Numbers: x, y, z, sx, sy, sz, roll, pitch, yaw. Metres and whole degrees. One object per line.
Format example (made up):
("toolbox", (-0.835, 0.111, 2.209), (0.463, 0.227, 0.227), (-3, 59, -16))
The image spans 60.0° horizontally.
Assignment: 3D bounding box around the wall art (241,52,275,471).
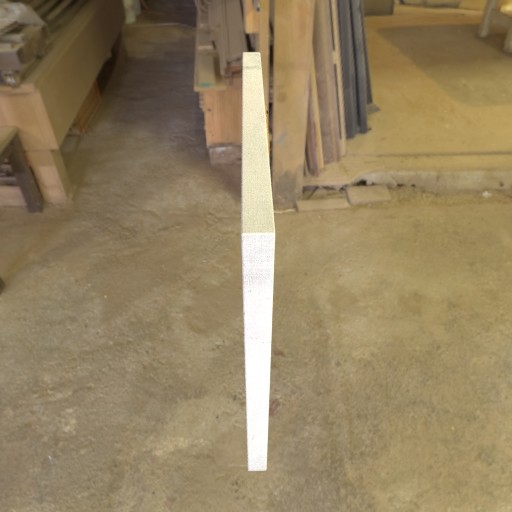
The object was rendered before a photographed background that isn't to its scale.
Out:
("wall art", (0.000, 0.000, 0.905), (0.044, 0.605, 0.605), (-1, 42, -1))
